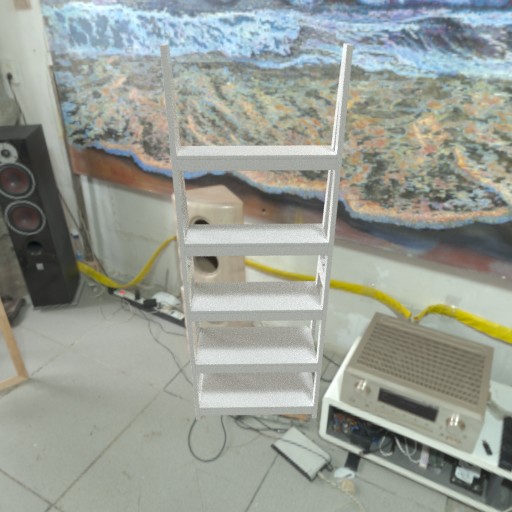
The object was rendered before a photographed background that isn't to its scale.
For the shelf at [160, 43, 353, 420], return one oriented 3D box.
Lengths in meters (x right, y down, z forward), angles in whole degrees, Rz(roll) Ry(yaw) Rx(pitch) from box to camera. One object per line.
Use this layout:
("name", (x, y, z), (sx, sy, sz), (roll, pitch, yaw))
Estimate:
("shelf", (0.000, 0.000, 2.034), (0.636, 1.779, 0.341), (0, 30, -1))
